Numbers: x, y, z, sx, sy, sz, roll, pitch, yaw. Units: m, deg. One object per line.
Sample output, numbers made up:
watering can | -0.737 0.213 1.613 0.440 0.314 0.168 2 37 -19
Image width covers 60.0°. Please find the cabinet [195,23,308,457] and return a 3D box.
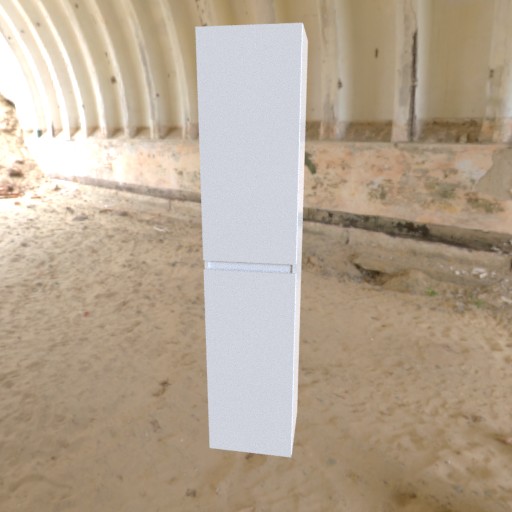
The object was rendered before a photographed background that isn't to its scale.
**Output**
cabinet | 0.000 0.000 1.538 0.300 1.400 0.270 3 16 9
